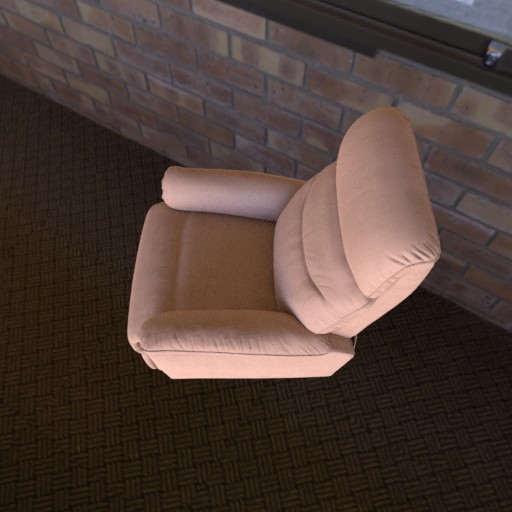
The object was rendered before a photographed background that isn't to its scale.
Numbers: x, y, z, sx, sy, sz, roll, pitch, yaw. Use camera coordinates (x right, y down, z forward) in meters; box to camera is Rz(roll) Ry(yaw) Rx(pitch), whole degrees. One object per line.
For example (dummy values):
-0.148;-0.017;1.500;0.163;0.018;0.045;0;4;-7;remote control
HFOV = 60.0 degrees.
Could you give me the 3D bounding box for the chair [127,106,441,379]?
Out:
0.000;0.000;1.729;1.004;1.037;0.820;0;59;0;chair
